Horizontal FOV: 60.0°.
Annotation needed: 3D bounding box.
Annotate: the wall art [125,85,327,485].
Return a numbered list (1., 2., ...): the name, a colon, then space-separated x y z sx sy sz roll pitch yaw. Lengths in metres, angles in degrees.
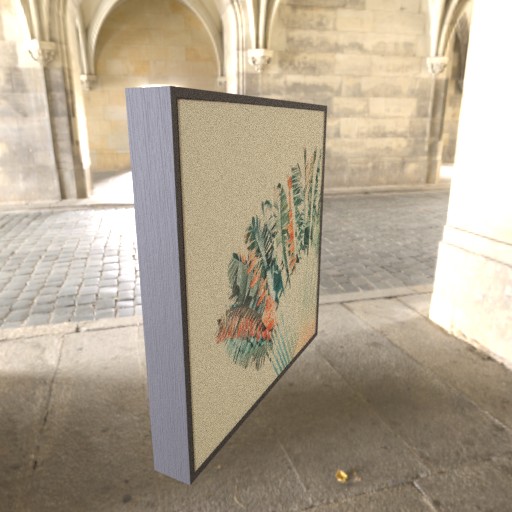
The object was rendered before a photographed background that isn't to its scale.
1. wall art: 0.000 0.000 0.450 0.036 0.300 0.302 8 18 26
